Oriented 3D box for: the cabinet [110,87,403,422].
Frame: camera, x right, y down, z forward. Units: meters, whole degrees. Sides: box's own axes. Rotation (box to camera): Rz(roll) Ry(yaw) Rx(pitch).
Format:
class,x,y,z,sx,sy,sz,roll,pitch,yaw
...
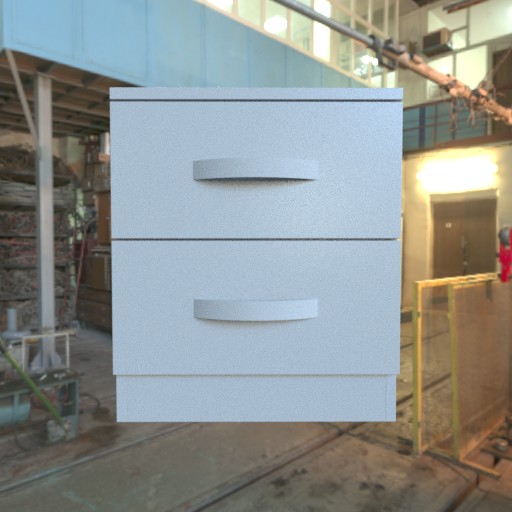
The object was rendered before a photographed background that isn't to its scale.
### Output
class,x,y,z,sx,sy,sz,roll,pitch,yaw
cabinet,0.000,0.000,0.766,0.400,0.470,0.360,0,2,0
